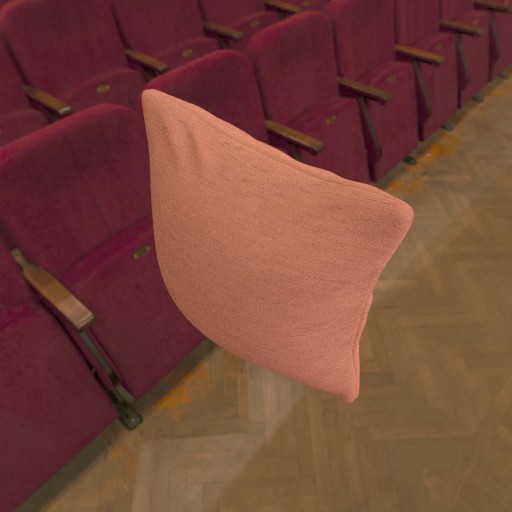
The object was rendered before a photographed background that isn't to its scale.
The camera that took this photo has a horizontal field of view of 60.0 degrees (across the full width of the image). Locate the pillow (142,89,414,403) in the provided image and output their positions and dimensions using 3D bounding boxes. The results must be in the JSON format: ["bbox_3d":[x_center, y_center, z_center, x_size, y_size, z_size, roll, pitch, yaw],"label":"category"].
[{"bbox_3d":[0.000,0.000,0.690,0.432,0.415,0.246,32,53,27],"label":"pillow"}]
